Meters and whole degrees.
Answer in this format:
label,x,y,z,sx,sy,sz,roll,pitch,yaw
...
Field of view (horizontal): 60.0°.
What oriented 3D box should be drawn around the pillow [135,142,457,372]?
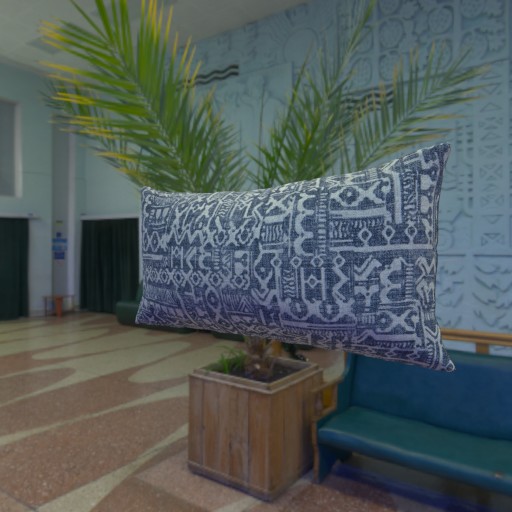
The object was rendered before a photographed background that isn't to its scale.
label,x,y,z,sx,sy,sz,roll,pitch,yaw
pillow,0.000,0.000,0.747,0.631,0.292,0.148,0,1,37
